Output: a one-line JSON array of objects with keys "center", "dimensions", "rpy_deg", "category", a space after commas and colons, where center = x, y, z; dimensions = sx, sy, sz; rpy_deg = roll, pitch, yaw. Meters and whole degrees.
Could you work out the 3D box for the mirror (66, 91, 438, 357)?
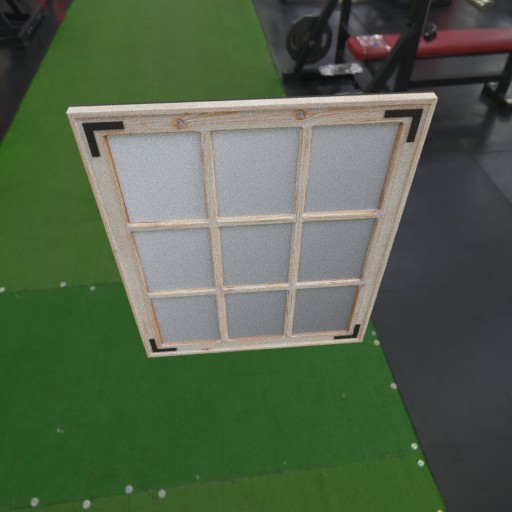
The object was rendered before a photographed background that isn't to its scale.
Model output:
[{"center": [0.000, 0.000, 1.196], "dimensions": [0.730, 0.882, 0.032], "rpy_deg": [-3, 46, -3], "category": "mirror"}]
